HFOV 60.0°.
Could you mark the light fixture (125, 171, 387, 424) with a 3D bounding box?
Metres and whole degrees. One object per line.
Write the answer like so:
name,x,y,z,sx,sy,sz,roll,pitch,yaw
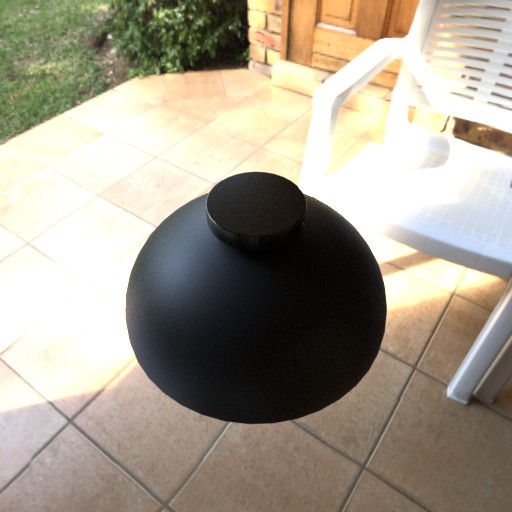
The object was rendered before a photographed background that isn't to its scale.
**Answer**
light fixture,0.000,0.000,0.557,0.355,0.177,0.355,0,47,0
